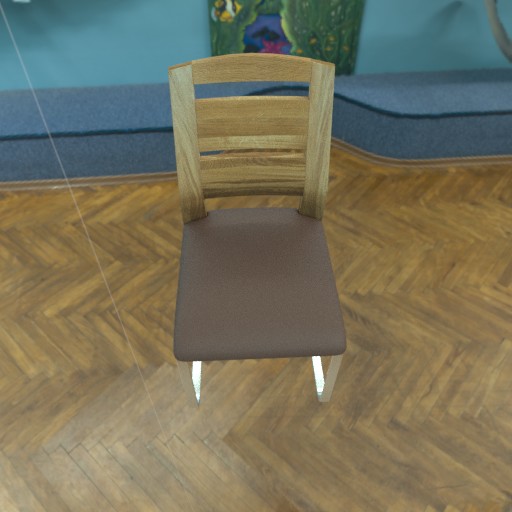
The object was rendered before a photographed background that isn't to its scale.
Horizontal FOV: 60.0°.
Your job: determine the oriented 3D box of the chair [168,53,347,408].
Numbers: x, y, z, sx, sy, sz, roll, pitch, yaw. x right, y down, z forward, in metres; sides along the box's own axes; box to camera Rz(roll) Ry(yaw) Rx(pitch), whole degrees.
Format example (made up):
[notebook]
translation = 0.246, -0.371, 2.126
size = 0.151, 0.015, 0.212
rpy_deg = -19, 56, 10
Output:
[chair]
translation = 0.000, 0.000, 1.298
size = 0.460, 0.970, 0.570
rpy_deg = -2, 47, -2
